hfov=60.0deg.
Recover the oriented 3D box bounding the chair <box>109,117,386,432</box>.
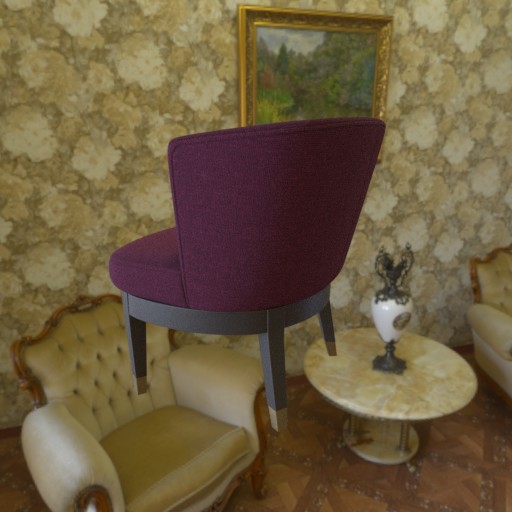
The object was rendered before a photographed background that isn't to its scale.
[{"bbox_3d":[0.000,0.000,1.293,0.660,0.760,0.700,7,17,26],"label":"chair"}]
